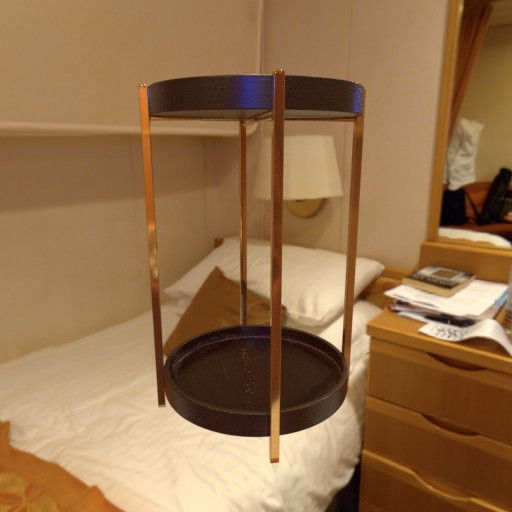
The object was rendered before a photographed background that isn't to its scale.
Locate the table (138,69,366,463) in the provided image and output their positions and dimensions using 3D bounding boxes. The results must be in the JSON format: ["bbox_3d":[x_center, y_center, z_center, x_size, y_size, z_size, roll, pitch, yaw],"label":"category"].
[{"bbox_3d":[0.000,0.000,0.852,0.400,0.610,0.400,-2,15,-9],"label":"table"}]
